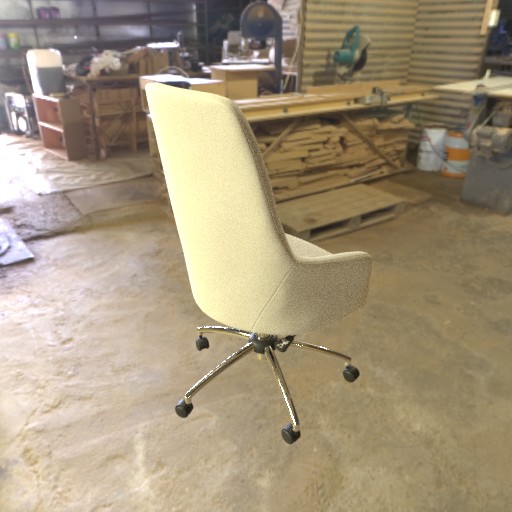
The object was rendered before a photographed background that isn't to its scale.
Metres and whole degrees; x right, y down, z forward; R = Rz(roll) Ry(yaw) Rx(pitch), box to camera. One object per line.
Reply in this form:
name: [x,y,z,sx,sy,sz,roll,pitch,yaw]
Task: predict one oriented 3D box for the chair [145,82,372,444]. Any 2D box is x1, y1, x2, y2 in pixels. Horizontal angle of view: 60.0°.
chair: [0.000,0.000,1.419,0.640,1.049,0.620,-18,32,-32]
